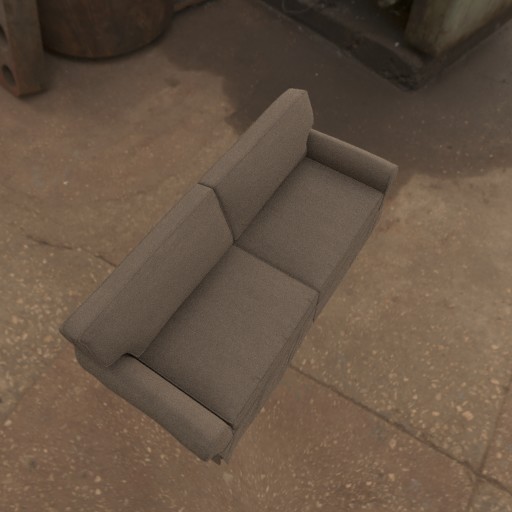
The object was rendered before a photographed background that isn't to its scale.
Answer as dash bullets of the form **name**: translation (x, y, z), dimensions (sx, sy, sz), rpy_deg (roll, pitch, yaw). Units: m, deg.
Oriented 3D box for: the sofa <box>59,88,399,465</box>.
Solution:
- **sofa**: translation (0.000, 0.000, 2.777), dimensions (0.991, 0.943, 2.248), rpy_deg (29, 63, 17)
